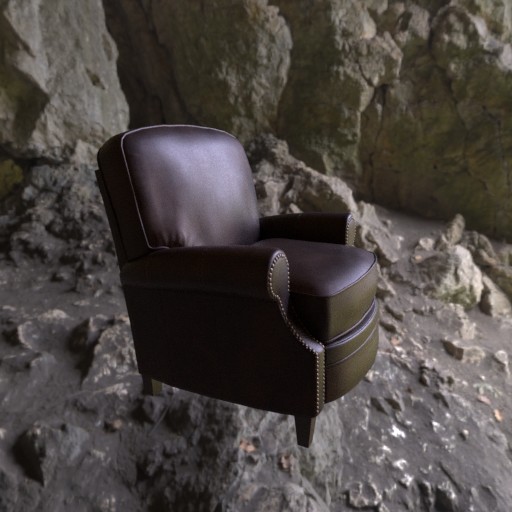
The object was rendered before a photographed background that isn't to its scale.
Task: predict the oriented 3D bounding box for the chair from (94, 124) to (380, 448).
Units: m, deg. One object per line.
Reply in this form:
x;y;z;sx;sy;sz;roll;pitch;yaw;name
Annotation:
0.000;0.000;1.772;0.986;1.018;0.936;7;16;27;chair
